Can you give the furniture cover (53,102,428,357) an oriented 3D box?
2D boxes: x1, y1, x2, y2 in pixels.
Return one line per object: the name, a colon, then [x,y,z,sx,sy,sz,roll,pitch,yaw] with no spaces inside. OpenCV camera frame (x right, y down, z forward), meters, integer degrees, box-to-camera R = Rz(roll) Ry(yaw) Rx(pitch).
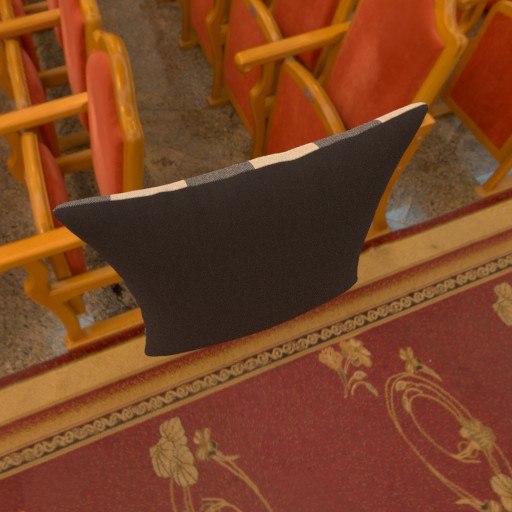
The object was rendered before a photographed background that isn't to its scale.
furniture cover: [0.000,0.000,0.780,0.511,0.509,0.161,-18,61,-11]
